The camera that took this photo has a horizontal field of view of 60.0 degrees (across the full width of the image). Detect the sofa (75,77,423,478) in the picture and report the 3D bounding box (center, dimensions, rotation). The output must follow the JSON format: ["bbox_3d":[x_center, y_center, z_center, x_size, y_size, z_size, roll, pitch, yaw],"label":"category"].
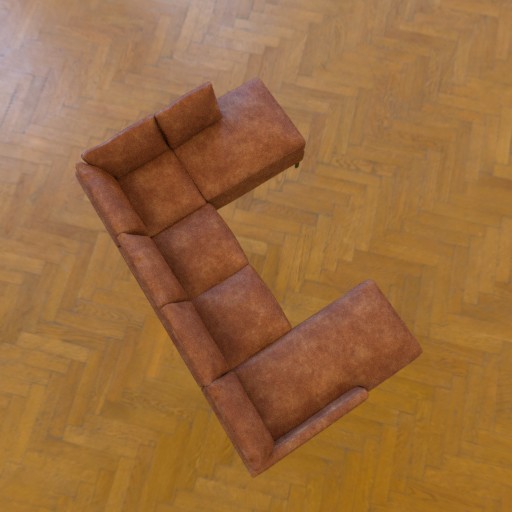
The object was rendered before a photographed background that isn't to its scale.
[{"bbox_3d":[0.000,0.000,3.893,1.939,0.900,2.956,-32,79,-7],"label":"sofa"}]
